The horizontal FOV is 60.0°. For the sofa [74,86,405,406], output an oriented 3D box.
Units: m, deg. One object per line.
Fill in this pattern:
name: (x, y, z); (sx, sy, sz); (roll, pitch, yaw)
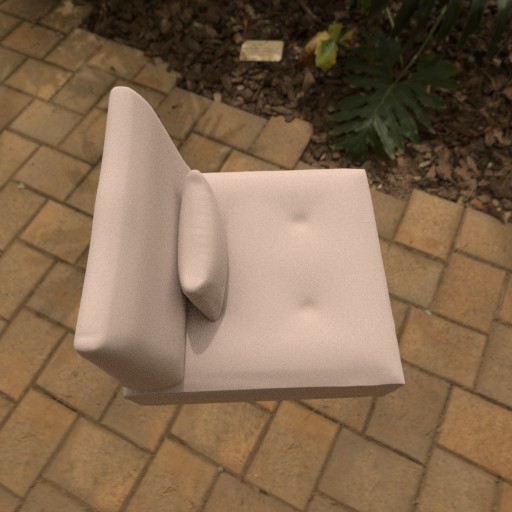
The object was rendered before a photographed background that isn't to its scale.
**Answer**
sofa: (0.000, 0.000, 1.634); (1.000, 0.828, 0.935); (-2, 64, -1)
